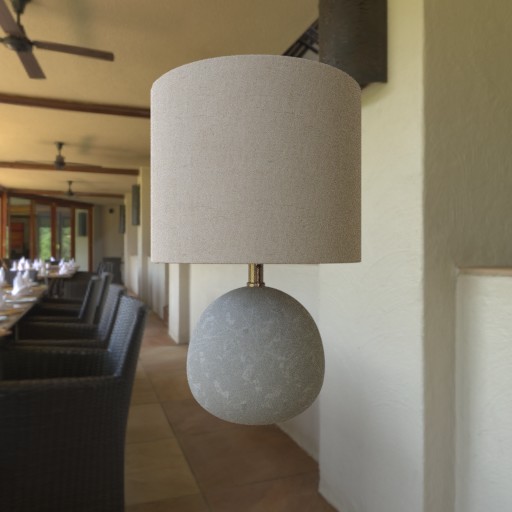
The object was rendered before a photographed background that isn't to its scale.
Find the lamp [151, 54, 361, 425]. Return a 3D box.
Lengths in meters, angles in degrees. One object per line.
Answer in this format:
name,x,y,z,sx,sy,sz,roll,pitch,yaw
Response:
lamp,0.000,0.000,0.582,0.269,0.409,0.269,0,0,-17
